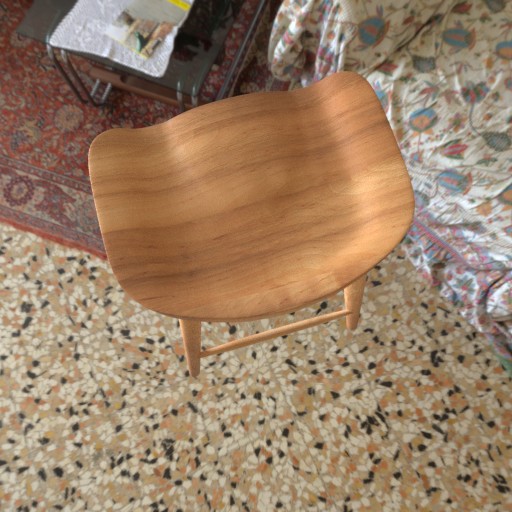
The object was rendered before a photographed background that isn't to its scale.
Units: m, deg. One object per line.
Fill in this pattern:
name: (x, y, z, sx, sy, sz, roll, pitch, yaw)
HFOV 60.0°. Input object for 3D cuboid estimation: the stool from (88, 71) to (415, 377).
stool: (0.000, 0.000, 0.861, 0.440, 0.615, 0.361, -16, 76, -4)
